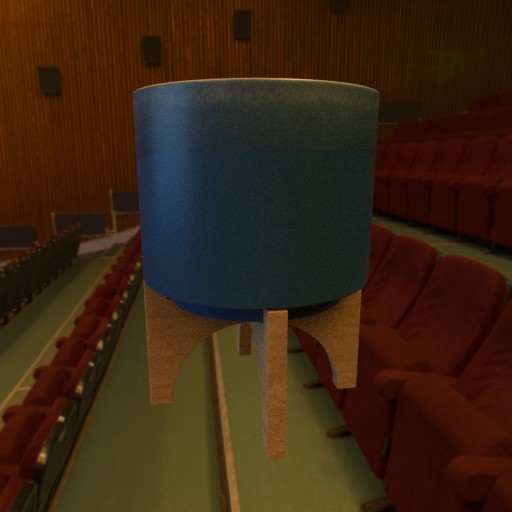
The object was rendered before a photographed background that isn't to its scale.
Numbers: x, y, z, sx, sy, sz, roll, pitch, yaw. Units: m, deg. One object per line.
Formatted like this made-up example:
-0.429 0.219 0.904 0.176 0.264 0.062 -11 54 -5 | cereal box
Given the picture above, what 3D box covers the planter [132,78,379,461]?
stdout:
0.000 0.000 0.387 0.192 0.263 0.192 0 13 0 | planter
